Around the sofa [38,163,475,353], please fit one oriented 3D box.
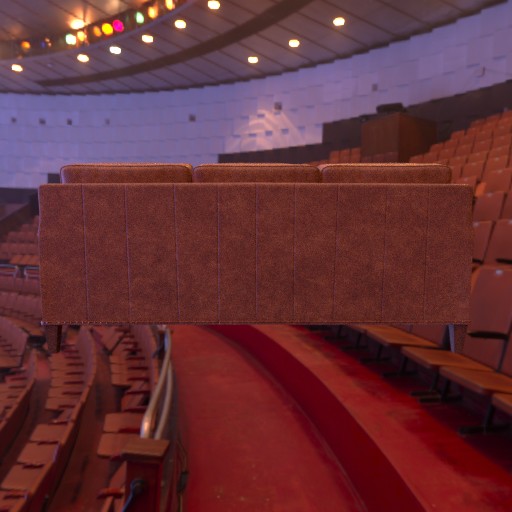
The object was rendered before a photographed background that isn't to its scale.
[{"bbox_3d":[0.000,0.000,2.718,2.246,1.003,1.084,0,0,0],"label":"sofa"}]
